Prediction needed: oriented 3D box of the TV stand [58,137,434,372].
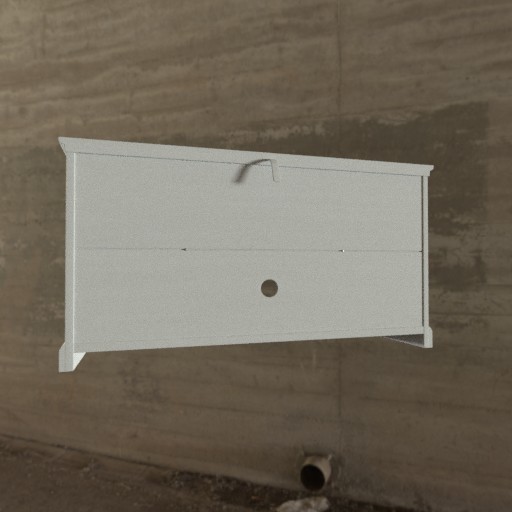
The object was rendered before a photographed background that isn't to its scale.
[{"bbox_3d":[0.000,0.000,1.483,1.187,0.624,0.424,0,-1,-17],"label":"TV stand"}]
